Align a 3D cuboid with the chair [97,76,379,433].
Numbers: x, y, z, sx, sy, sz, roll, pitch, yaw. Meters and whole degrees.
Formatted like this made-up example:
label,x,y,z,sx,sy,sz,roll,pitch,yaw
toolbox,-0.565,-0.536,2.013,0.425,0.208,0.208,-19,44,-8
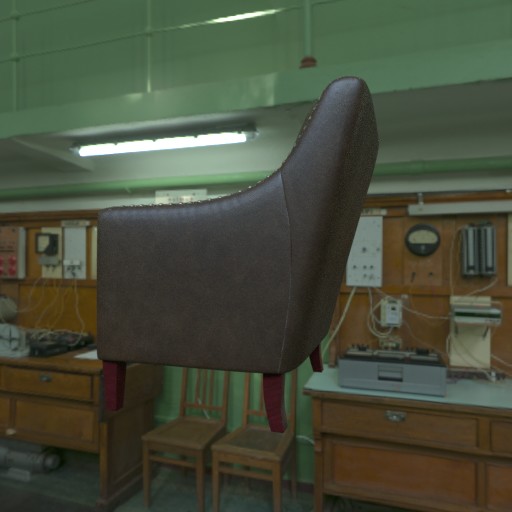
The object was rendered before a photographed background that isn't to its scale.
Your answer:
label,x,y,z,sx,sy,sz,roll,pitch,yaw
chair,0.000,0.000,1.345,0.704,0.813,0.639,0,0,18
